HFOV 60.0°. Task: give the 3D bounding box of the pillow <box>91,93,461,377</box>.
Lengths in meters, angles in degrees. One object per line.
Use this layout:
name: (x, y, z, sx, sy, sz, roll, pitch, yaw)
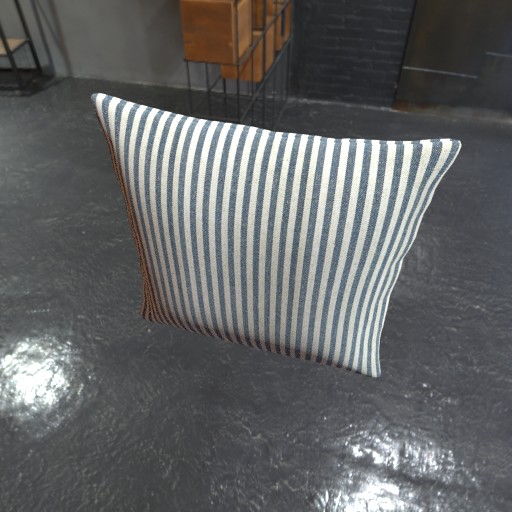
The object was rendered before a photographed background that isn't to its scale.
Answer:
pillow: (0.000, 0.000, 0.766, 0.523, 0.510, 0.166, 11, 44, 12)
